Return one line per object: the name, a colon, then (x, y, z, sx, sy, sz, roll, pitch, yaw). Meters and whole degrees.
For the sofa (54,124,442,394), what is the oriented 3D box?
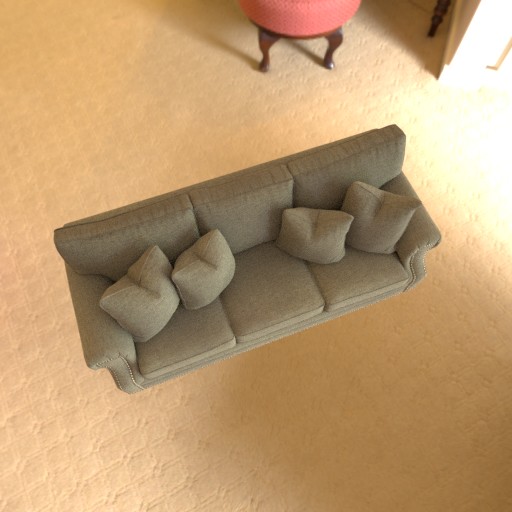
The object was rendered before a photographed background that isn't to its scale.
sofa: (0.000, 0.000, 2.892, 2.312, 0.975, 0.965, -19, 66, -9)
